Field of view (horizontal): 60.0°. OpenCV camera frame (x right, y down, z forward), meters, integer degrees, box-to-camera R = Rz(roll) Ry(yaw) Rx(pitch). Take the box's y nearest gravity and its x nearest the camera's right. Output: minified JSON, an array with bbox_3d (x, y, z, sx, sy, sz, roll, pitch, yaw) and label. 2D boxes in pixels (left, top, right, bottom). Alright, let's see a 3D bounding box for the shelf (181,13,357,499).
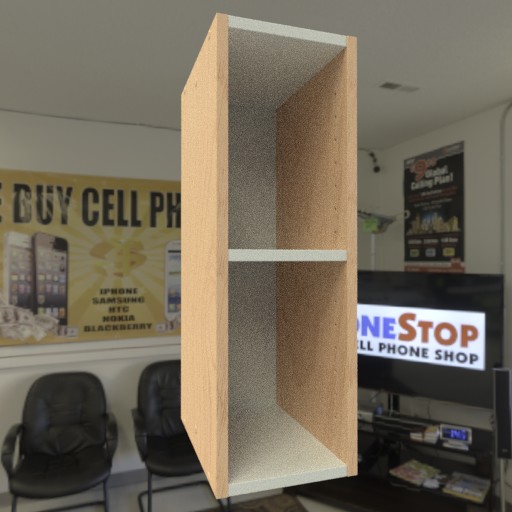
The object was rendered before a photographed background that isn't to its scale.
[{"bbox_3d":[0.000,0.000,0.715,0.200,0.600,0.290,0,0,-18],"label":"shelf"}]
